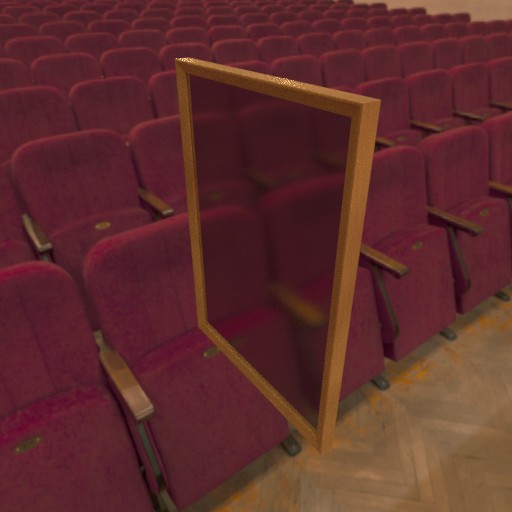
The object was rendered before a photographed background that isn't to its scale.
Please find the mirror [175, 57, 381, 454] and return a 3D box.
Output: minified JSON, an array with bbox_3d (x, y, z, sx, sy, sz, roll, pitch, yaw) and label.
[{"bbox_3d":[0.000,0.000,0.926,0.039,0.710,0.507,-21,37,-31],"label":"mirror"}]
